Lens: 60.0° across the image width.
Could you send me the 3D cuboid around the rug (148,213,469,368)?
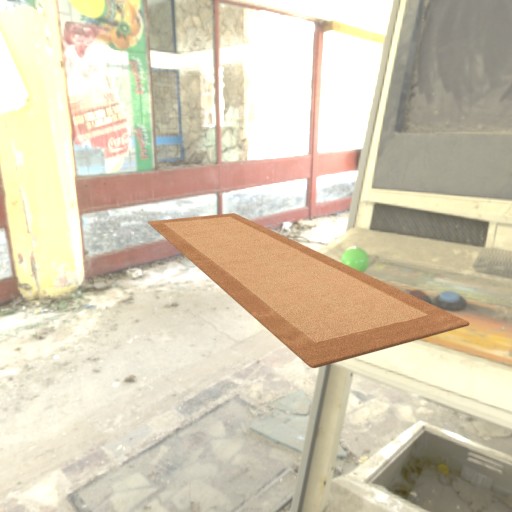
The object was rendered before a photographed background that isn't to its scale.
[{"bbox_3d":[0.000,0.000,2.693,0.764,0.017,2.439,-8,19,-25],"label":"rug"}]
